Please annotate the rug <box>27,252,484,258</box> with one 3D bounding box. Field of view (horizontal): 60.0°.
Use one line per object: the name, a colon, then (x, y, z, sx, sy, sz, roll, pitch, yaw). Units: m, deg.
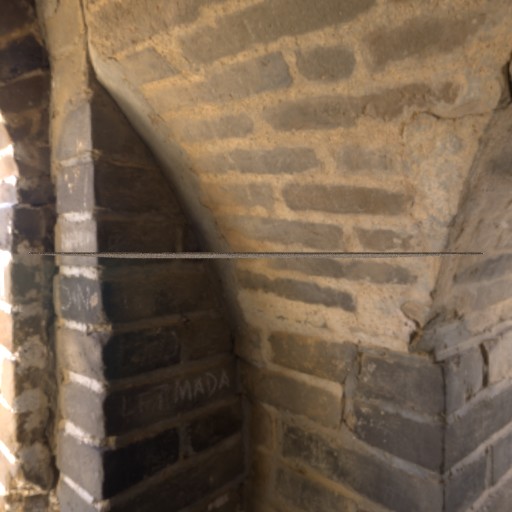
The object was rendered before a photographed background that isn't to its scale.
rug: (0.000, 0.000, 4.145, 3.040, 0.014, 2.423, 0, -1, 0)
